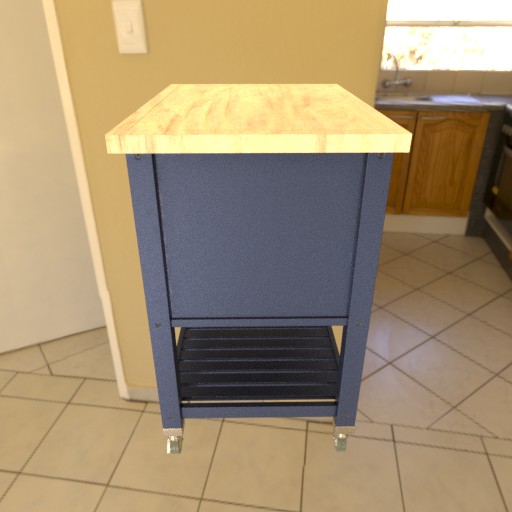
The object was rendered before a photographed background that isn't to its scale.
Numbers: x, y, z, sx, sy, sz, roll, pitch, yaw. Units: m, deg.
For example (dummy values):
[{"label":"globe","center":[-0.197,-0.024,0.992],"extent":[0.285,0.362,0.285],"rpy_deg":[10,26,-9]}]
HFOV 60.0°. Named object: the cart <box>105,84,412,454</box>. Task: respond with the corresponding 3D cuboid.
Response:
[{"label":"cart","center":[0.000,0.000,1.383],"extent":[0.567,0.920,0.797],"rpy_deg":[0,27,-1]}]
